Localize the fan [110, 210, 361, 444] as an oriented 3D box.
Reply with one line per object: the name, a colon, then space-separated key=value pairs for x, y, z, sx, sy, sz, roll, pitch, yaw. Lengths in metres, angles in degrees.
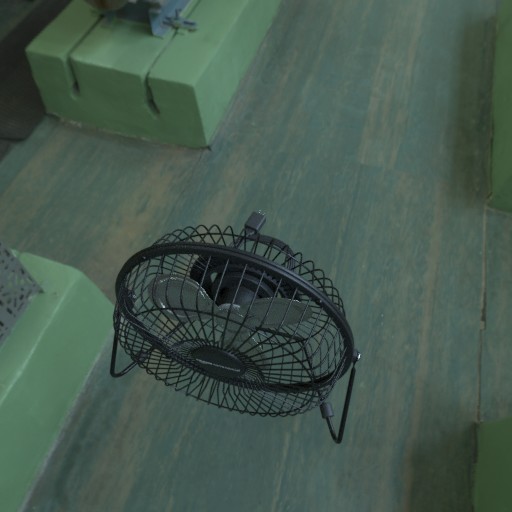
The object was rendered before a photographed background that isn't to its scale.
fan: x=0.000 y=0.000 z=0.374 sx=0.209 sy=0.188 sz=0.227 roll=14 pitch=59 yaw=8
